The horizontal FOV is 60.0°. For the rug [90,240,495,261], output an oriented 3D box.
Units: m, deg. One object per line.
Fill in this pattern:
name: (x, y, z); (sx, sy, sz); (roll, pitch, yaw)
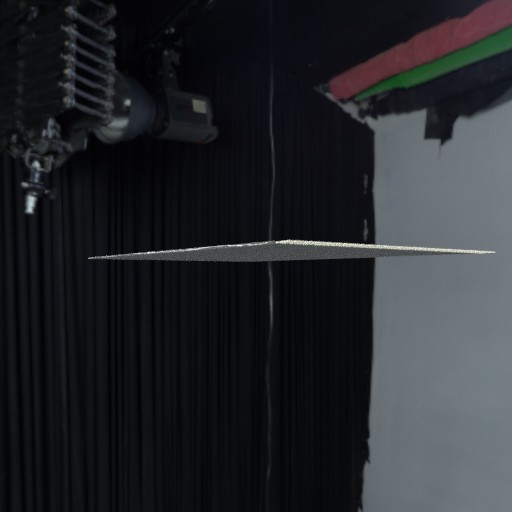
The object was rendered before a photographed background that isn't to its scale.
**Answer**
rug: (0.000, 0.000, 2.977); (1.529, 0.010, 2.440); (2, -3, -36)
